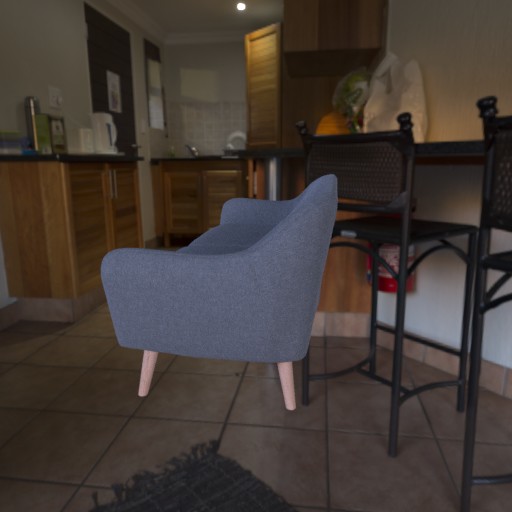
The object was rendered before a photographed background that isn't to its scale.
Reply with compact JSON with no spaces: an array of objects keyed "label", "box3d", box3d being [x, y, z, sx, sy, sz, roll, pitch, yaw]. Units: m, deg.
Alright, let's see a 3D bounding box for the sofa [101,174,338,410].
[{"label":"sofa","box3d":[0.000,0.000,2.344,0.820,0.820,1.840,2,13,10]}]
